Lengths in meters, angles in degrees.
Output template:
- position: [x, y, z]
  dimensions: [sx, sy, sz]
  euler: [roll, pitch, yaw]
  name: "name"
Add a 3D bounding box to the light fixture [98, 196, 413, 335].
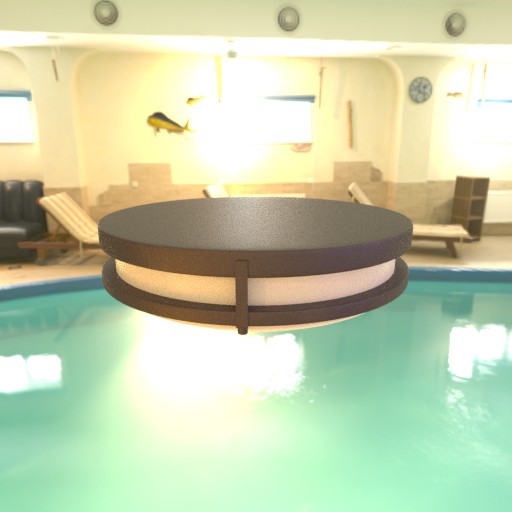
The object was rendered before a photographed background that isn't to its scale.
- position: [0.000, 0.000, 0.539]
  dimensions: [0.356, 0.102, 0.356]
  euler: [0, 15, 0]
  name: "light fixture"
